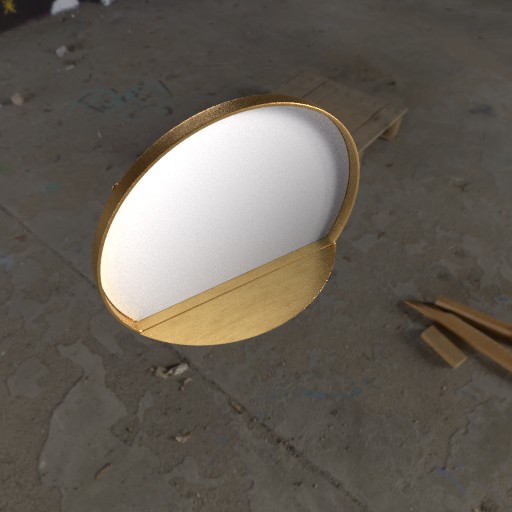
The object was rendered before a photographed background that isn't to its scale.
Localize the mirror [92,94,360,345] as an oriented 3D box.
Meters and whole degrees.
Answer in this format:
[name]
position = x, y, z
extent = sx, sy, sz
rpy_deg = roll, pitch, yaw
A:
[mirror]
position = 0.000, 0.000, 0.682
extent = 0.457, 0.457, 0.133
rpy_deg = -24, 53, -20
